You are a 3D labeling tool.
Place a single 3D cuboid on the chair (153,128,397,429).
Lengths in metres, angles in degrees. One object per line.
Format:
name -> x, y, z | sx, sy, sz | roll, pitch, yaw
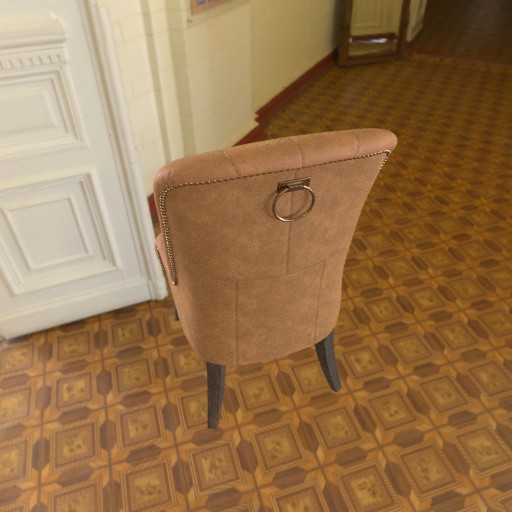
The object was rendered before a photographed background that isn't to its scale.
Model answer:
chair -> 0.000, 0.000, 1.504 | 0.634, 1.091, 0.629 | -12, 42, -14
